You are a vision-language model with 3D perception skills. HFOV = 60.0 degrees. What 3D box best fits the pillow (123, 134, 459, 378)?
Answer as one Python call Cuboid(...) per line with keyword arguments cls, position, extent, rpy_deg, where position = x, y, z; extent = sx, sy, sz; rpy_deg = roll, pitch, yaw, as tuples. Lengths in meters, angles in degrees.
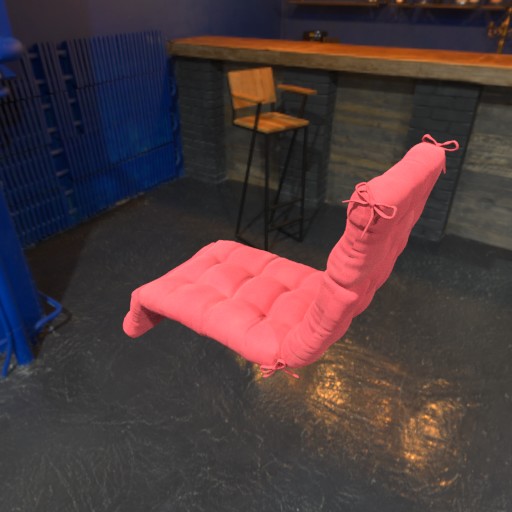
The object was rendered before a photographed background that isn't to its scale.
Cuboid(cls="pillow", position=(0.000, 0.000, 1.498), extent=(1.016, 0.863, 0.526), rpy_deg=(20, 36, 30))
